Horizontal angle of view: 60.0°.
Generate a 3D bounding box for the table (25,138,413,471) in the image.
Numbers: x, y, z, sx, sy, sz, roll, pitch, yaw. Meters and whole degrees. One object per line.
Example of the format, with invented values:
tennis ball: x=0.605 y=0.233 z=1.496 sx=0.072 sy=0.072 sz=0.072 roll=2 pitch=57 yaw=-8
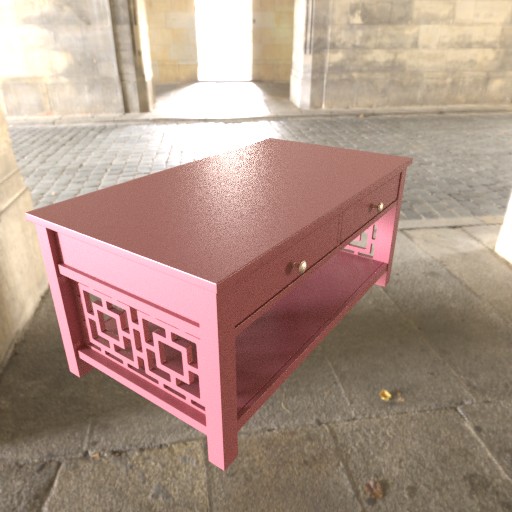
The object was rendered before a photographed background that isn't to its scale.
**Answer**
table: x=0.000 y=0.000 z=1.411 sx=0.612 sy=0.493 sz=1.068 roll=17 pitch=31 yaw=31
